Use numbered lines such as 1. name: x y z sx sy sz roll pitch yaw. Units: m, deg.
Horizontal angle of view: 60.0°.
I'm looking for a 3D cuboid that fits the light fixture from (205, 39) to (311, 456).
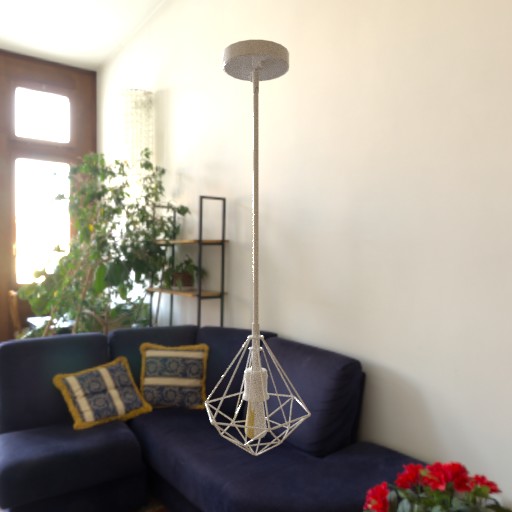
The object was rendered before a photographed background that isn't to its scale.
1. light fixture: 0.000 0.000 1.956 0.487 1.764 0.431 0 0 18
